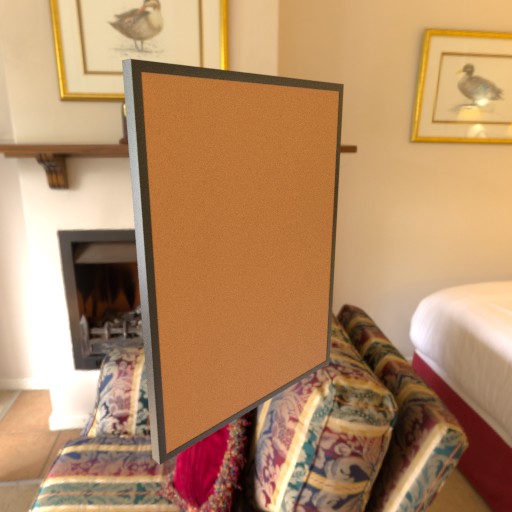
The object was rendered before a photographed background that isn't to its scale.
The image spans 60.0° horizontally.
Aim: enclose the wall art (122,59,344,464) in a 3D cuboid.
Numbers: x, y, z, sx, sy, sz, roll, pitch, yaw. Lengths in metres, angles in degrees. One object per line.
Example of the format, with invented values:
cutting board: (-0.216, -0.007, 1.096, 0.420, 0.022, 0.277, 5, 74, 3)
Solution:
wall art: (0.000, 0.000, 1.393, 0.804, 1.061, 0.039, -15, 22, -43)
